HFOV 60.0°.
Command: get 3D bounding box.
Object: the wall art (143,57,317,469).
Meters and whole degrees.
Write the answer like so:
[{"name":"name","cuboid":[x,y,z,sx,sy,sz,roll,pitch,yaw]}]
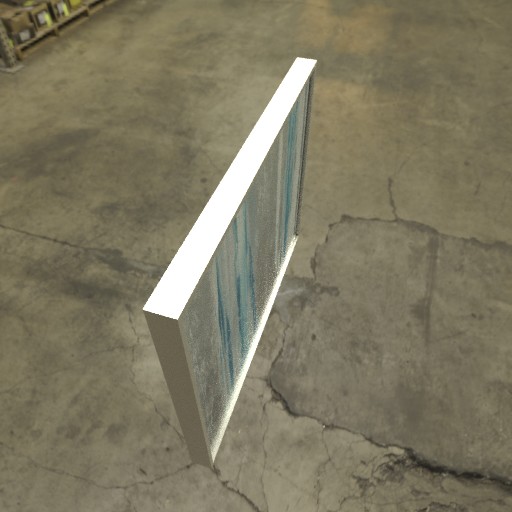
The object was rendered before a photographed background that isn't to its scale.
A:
[{"name":"wall art","cuboid":[0.000,0.000,1.398,0.066,0.801,1.056,14,49,12]}]
